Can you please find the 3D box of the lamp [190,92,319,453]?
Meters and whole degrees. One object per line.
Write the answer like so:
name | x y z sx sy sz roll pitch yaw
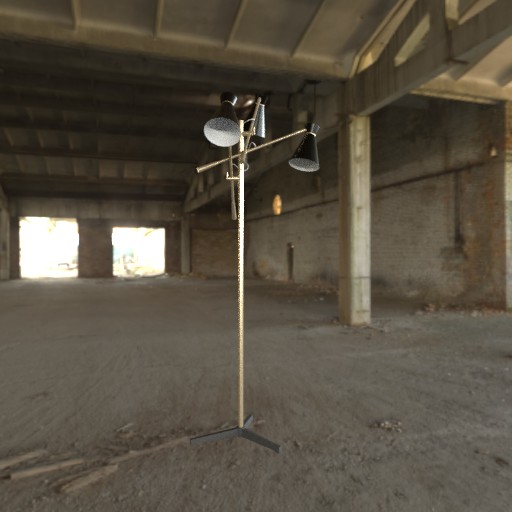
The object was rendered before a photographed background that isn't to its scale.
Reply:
lamp | 0.000 0.000 2.202 0.653 1.804 0.750 0 0 -19
